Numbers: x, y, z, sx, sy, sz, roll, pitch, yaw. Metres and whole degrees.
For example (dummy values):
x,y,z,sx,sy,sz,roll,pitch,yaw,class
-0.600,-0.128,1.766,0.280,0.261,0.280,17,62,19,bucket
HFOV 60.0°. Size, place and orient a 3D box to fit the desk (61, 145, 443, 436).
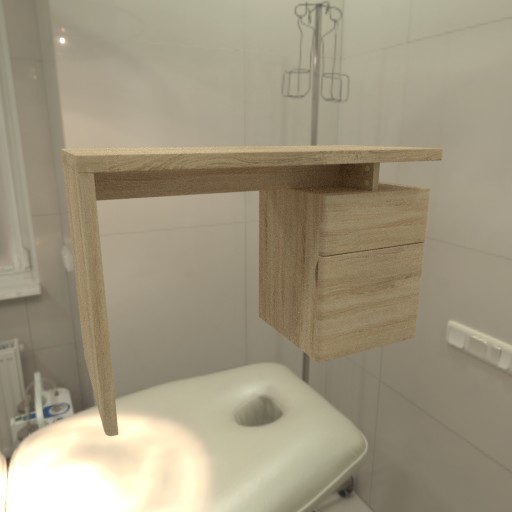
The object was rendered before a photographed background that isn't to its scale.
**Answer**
x,y,z,sx,sy,sz,roll,pitch,yaw,class
0.000,0.000,1.614,1.200,0.760,0.550,-8,17,-26,desk
